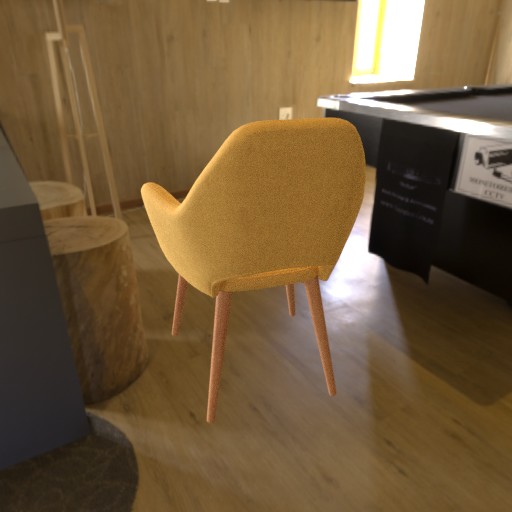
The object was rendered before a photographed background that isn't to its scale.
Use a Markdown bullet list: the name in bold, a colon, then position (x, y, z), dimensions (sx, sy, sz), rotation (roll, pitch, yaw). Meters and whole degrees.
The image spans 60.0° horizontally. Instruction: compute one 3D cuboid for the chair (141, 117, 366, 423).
- **chair**: position (0.000, 0.000, 1.266), dimensions (0.590, 0.840, 0.610), rotation (-7, 27, -15)
